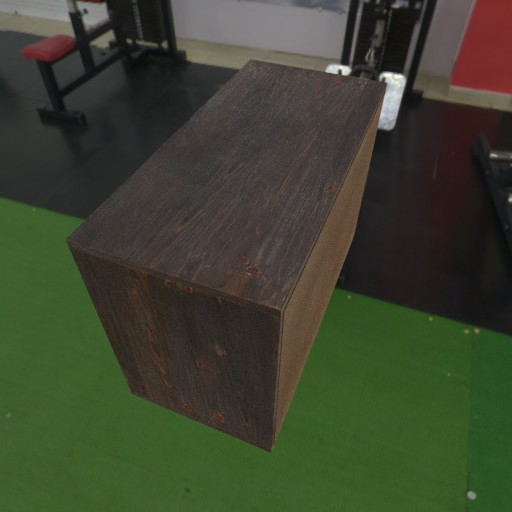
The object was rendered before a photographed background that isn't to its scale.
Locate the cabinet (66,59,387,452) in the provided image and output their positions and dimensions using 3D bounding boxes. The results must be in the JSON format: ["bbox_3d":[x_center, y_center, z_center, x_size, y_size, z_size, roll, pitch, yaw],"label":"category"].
[{"bbox_3d":[0.000,0.000,1.544,0.529,0.897,1.023,17,48,15],"label":"cabinet"}]
